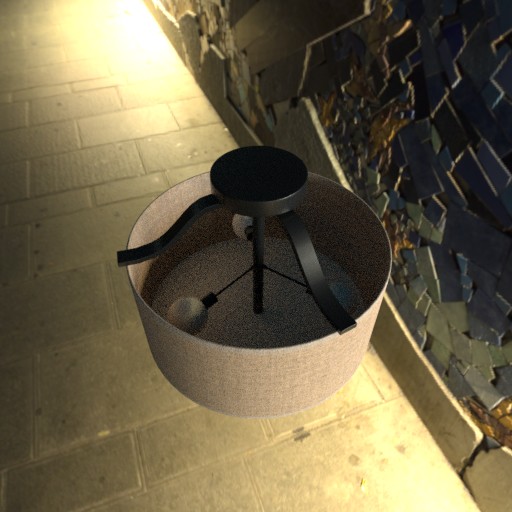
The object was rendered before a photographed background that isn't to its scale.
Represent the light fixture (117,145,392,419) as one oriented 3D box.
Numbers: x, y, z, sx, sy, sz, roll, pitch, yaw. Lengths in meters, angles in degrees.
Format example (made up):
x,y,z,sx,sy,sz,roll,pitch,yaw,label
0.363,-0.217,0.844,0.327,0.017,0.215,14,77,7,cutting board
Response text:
x,y,z,sx,sy,sz,roll,pitch,yaw,label
0.000,0.000,0.674,0.390,0.306,0.390,0,45,0,light fixture
